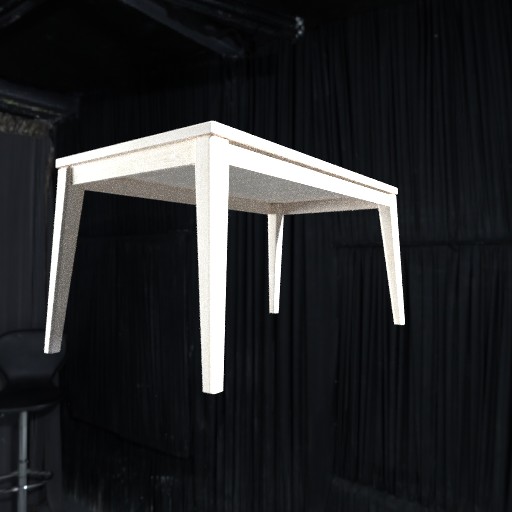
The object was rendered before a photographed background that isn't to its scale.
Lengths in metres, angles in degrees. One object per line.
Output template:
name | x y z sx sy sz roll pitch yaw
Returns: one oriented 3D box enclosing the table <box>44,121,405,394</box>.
table | 0.000 0.000 2.120 0.900 0.760 1.600 0 0 37
